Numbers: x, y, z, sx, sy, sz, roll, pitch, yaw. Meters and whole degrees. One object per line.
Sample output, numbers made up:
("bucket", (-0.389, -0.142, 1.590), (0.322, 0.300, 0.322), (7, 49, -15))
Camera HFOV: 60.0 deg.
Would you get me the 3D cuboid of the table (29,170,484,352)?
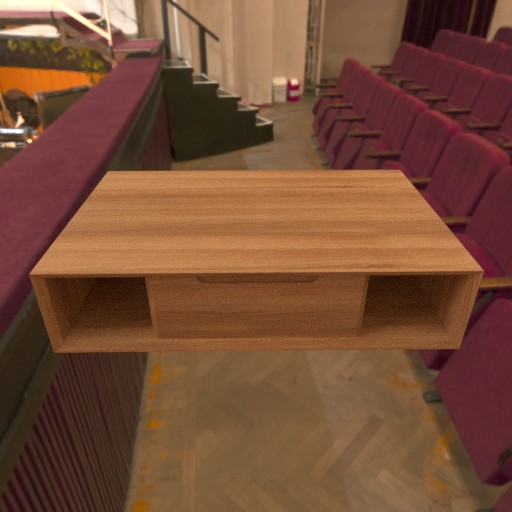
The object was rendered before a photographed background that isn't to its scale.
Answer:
("table", (0.000, 0.000, 1.456), (1.100, 0.330, 0.700), (0, 31, -1))
